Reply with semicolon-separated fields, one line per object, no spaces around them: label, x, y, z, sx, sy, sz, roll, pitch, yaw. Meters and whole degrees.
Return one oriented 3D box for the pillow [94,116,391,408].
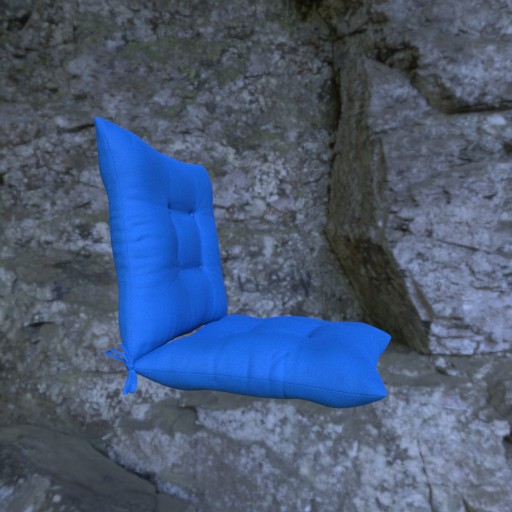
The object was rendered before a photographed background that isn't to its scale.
pillow;0.000;0.000;1.006;0.585;0.536;0.541;0;0;17
